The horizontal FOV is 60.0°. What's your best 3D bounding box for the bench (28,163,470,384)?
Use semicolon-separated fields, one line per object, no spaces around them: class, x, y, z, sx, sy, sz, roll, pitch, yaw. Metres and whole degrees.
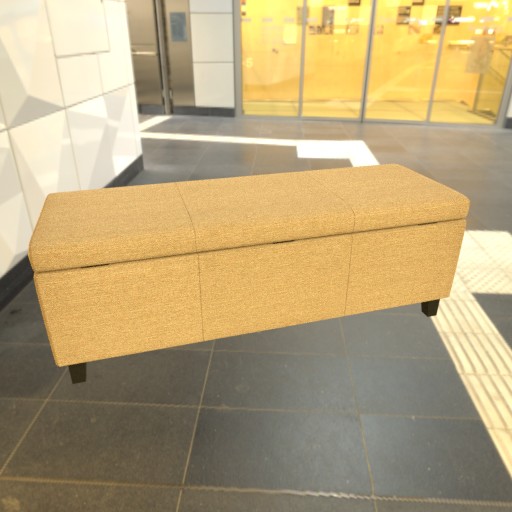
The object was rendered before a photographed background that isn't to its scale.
bench;0.000;0.000;1.463;1.269;0.438;0.446;-8;28;-15
